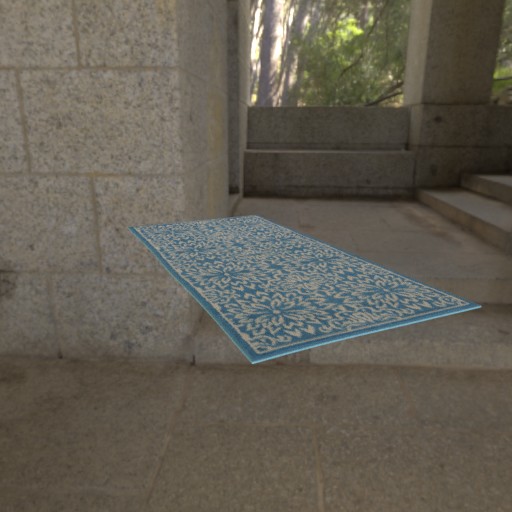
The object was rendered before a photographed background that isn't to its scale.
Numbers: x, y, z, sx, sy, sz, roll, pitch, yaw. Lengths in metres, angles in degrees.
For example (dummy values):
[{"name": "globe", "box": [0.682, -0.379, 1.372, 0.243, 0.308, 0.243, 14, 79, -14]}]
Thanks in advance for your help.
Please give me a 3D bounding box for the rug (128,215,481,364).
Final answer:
[{"name": "rug", "box": [0.000, 0.000, 1.454, 0.604, 0.007, 1.219, -8, 18, -25]}]
